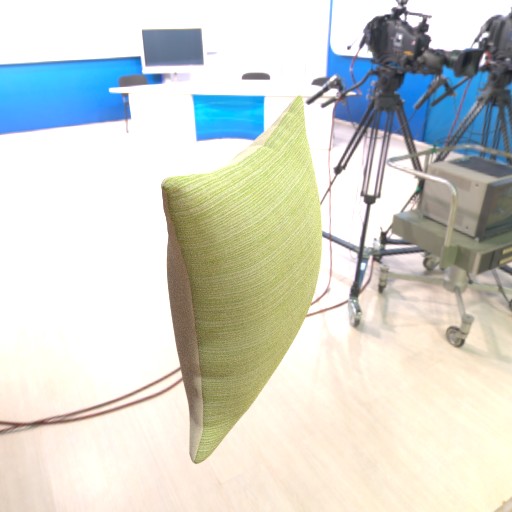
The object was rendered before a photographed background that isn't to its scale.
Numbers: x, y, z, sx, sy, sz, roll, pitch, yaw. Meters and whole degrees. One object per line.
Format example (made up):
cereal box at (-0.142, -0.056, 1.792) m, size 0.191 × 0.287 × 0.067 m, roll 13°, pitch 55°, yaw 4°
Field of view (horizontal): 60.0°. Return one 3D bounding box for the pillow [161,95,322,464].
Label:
pillow at (0.000, 0.000, 0.817) m, size 0.229 × 0.487 × 0.560 m, roll 10°, pitch 31°, yaw 18°
